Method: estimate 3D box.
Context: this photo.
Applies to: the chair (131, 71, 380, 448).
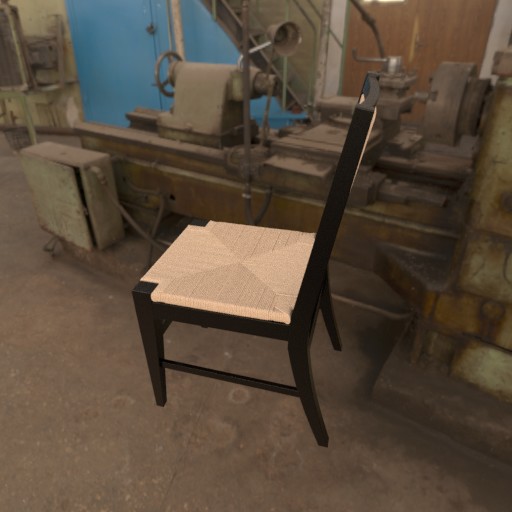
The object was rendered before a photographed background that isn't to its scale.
[{"bbox_3d":[0.000,0.000,1.244,0.552,0.927,0.437,8,32,13],"label":"chair"}]
